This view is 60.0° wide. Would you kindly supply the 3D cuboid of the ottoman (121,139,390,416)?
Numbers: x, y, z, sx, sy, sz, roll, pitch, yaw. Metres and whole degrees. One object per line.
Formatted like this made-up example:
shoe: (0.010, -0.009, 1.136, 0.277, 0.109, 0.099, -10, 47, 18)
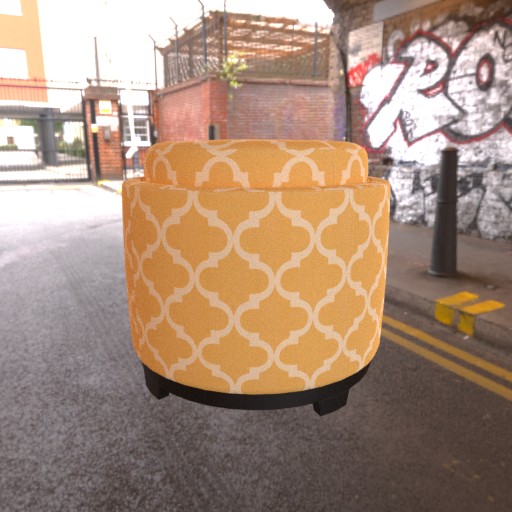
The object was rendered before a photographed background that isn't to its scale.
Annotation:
ottoman: (0.000, 0.000, 0.845, 0.480, 0.429, 0.480, 0, 14, 0)
